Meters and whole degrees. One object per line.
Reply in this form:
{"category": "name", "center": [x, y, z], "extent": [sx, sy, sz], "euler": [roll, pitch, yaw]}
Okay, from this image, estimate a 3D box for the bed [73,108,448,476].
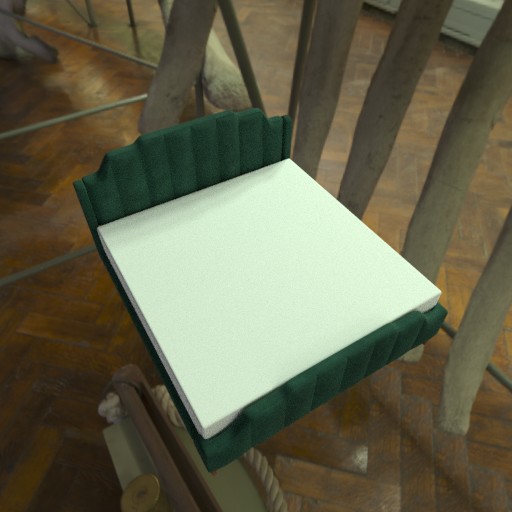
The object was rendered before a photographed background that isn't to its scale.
{"category": "bed", "center": [0.000, 0.000, 3.550], "extent": [2.074, 1.245, 2.340], "euler": [-24, 51, -21]}
